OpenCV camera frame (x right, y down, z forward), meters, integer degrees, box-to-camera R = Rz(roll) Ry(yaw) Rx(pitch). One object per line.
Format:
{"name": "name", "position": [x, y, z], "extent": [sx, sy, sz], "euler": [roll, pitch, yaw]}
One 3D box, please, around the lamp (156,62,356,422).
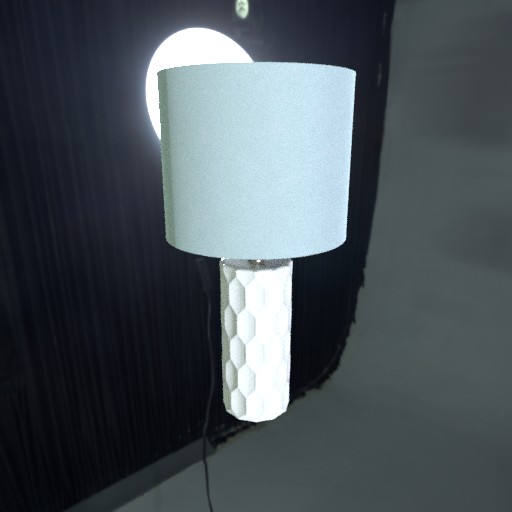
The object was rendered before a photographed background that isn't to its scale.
{"name": "lamp", "position": [0.000, 0.000, 0.703], "extent": [0.277, 0.534, 0.277], "euler": [16, 23, 43]}
